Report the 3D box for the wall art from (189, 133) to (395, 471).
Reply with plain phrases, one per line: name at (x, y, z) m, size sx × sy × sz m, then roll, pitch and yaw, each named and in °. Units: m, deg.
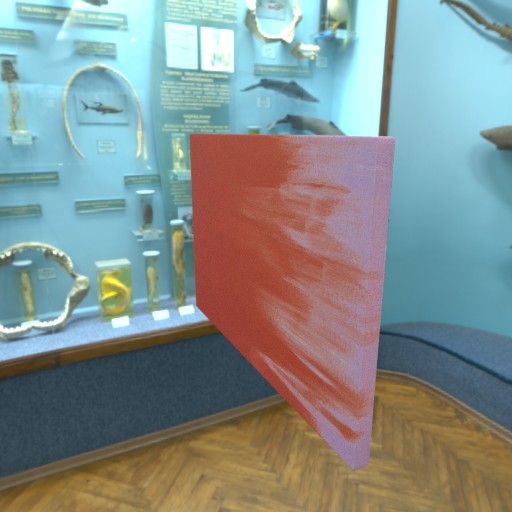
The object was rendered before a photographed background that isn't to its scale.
wall art at (0.000, 0.000, 1.152) m, size 0.040 × 0.609 × 0.913 m, roll -8°, pitch 18°, yaw -25°
